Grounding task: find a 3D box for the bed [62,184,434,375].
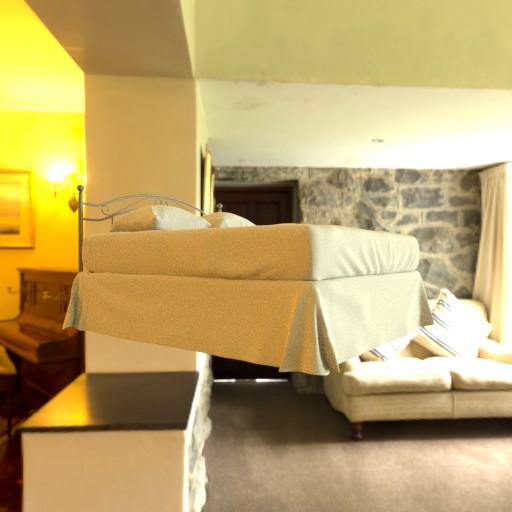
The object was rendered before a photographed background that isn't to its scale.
[{"bbox_3d":[0.000,0.000,3.352,2.215,1.080,1.936,0,0,37],"label":"bed"}]
